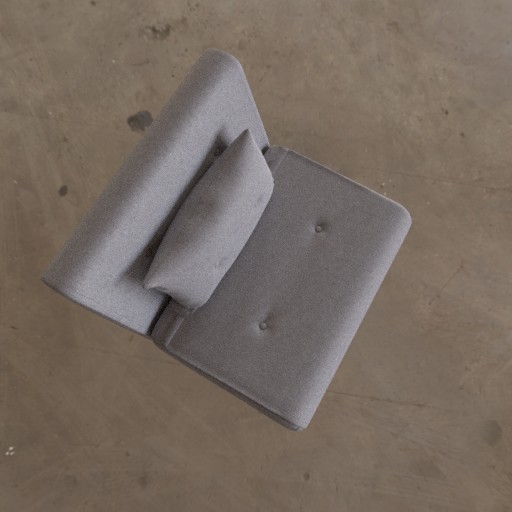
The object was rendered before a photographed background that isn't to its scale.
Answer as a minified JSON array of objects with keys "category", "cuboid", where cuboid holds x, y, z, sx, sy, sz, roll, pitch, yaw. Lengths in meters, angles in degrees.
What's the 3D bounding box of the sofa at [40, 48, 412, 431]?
[{"category":"sofa","cuboid":[0.000,0.000,1.781,1.000,0.825,1.020,29,77,8]}]
